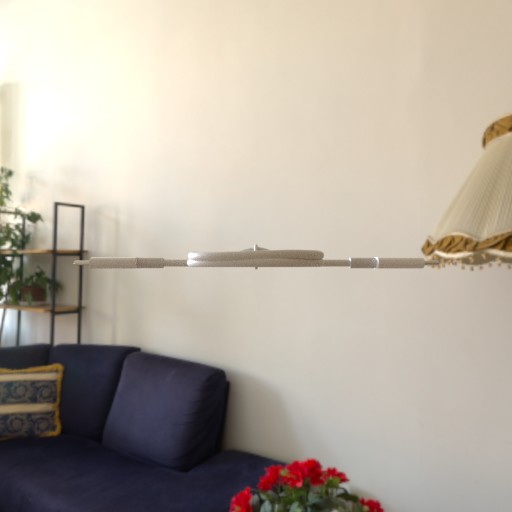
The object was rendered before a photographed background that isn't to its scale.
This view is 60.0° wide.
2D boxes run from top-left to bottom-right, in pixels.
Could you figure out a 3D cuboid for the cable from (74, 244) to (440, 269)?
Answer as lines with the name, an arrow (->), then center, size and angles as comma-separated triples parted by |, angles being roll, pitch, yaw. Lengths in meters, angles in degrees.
cable -> 0.000, 0.000, 0.225 | 0.203, 0.014, 0.070 | 0, -1, 0
